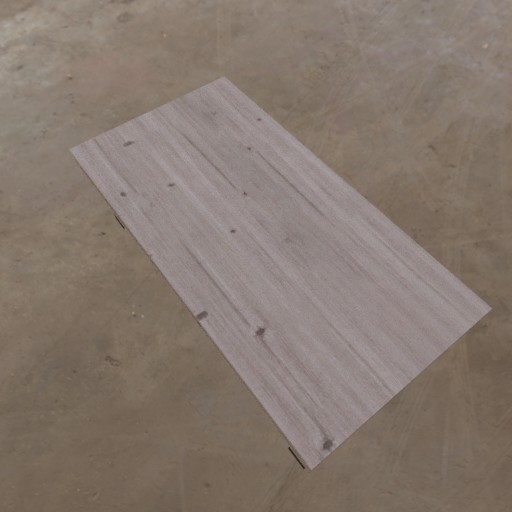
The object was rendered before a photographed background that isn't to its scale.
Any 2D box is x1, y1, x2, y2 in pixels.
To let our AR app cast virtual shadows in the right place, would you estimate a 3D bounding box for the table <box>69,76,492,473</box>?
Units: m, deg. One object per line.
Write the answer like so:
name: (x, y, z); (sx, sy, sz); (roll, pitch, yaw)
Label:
table: (0.000, 0.000, 1.653); (0.700, 0.450, 1.350); (-33, 64, -19)
